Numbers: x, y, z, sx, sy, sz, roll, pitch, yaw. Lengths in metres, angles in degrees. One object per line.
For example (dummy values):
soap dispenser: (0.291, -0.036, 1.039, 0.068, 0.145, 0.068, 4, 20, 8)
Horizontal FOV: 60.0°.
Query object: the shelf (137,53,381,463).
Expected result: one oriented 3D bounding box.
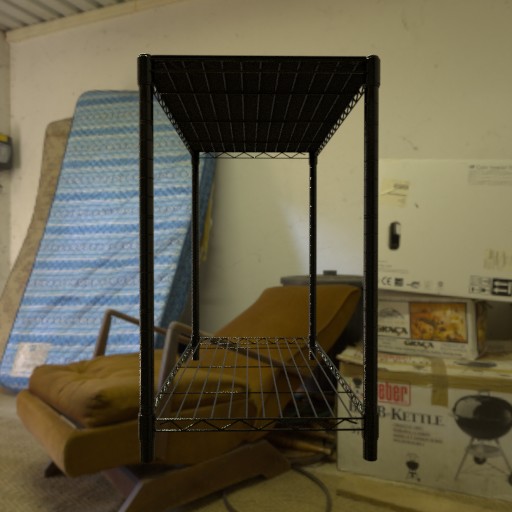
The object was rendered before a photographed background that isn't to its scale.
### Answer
shelf: (0.000, 0.000, 0.902, 0.338, 0.564, 0.589, 0, 1, -1)
